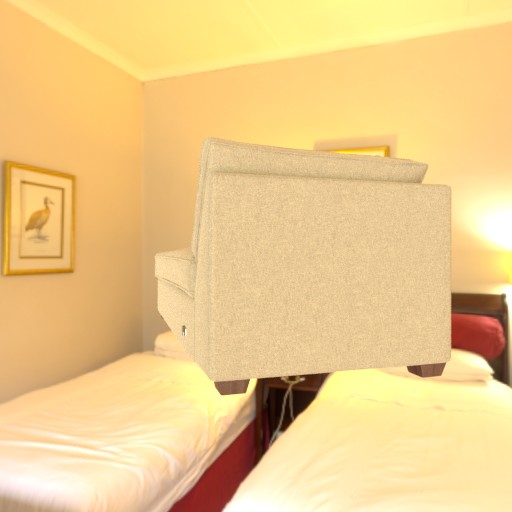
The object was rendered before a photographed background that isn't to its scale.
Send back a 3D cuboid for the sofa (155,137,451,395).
[{"bbox_3d":[0.000,0.000,2.804,1.110,1.033,2.237,0,0,-17],"label":"sofa"}]
